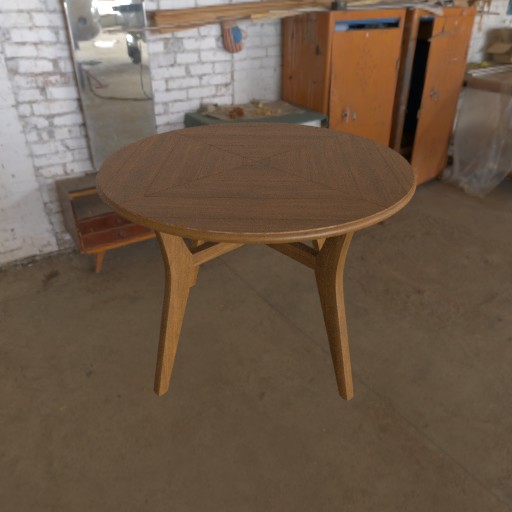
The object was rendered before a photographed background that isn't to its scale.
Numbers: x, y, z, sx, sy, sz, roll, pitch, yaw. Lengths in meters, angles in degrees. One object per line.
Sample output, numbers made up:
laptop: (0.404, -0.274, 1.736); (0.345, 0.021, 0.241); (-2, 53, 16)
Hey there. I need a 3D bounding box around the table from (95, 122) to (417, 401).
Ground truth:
table: (0.000, 0.000, 1.712); (1.055, 0.757, 1.055); (0, 31, 0)
